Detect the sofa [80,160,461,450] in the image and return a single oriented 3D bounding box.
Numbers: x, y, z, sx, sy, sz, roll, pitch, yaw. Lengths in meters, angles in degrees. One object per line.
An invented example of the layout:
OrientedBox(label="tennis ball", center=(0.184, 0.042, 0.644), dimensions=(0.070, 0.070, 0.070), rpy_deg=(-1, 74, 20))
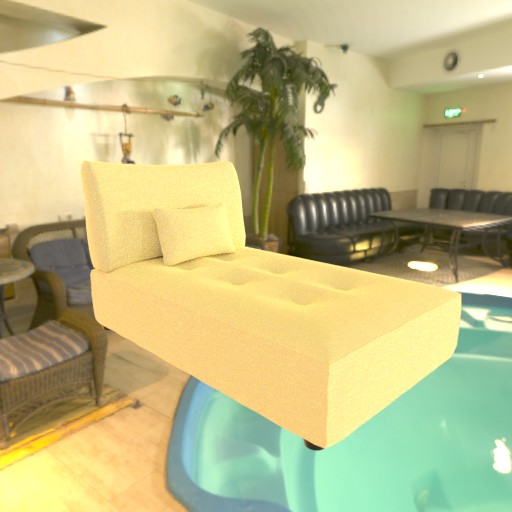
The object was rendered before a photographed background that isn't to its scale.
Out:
OrientedBox(label="sofa", center=(0.000, 0.000, 1.956), dimensions=(0.930, 0.820, 1.450), rpy_deg=(-12, 18, -43))
